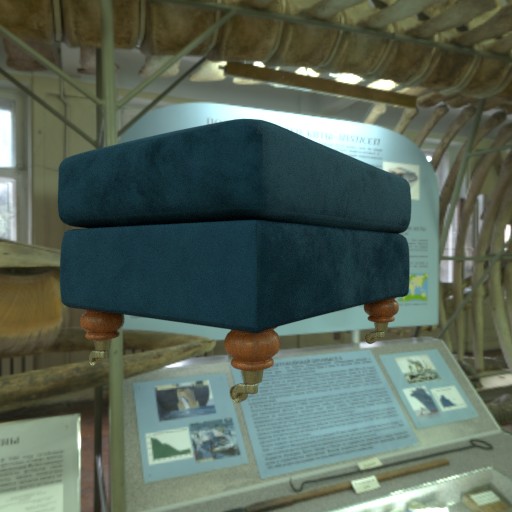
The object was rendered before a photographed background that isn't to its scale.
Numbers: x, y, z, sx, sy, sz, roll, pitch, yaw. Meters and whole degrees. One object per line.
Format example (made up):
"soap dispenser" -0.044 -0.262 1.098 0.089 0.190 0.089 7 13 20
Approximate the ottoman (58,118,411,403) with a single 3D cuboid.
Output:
"ottoman" 0.000 0.000 1.118 0.572 0.503 0.773 0 1 36
